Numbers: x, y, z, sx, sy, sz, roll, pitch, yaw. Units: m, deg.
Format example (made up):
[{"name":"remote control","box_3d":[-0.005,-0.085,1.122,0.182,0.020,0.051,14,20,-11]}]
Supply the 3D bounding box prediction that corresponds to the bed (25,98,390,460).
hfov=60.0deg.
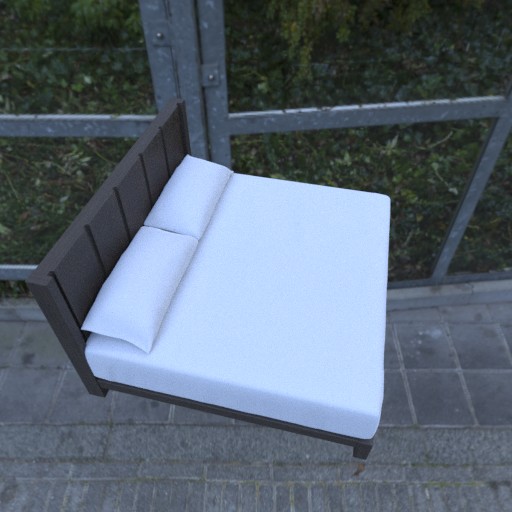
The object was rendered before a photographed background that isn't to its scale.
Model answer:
[{"name":"bed","box_3d":[0.000,0.000,3.366,2.012,1.270,2.134,10,47,9]}]
